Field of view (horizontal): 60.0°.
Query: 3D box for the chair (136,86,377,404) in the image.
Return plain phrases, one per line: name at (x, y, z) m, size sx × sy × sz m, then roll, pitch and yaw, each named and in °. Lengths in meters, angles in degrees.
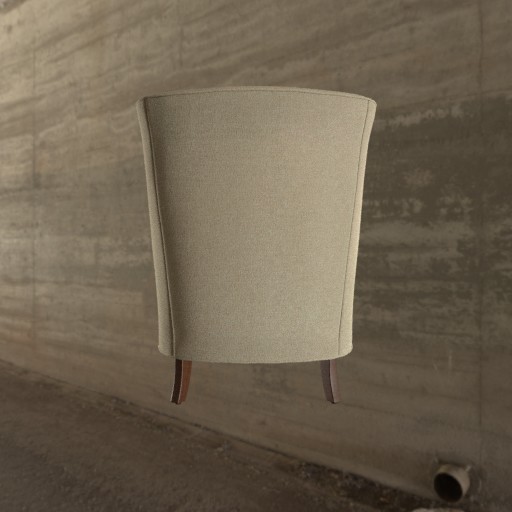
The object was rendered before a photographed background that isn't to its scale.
chair at (0.000, 0.000, 1.774) m, size 0.838 × 1.040 × 0.966 m, roll 0°, pitch 0°, yaw -1°
